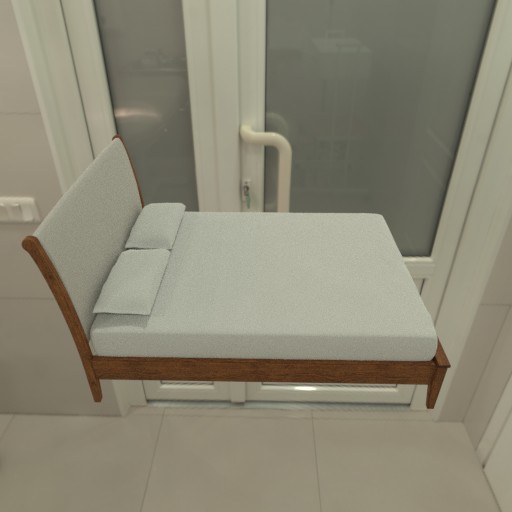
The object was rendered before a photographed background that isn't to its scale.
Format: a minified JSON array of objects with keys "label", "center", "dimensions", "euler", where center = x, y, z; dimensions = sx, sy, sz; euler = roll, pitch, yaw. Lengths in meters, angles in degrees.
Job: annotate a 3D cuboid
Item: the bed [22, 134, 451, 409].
[{"label":"bed","center":[0.000,0.000,2.898],"dimensions":[2.108,1.135,1.502],"euler":[1,34,1]}]
